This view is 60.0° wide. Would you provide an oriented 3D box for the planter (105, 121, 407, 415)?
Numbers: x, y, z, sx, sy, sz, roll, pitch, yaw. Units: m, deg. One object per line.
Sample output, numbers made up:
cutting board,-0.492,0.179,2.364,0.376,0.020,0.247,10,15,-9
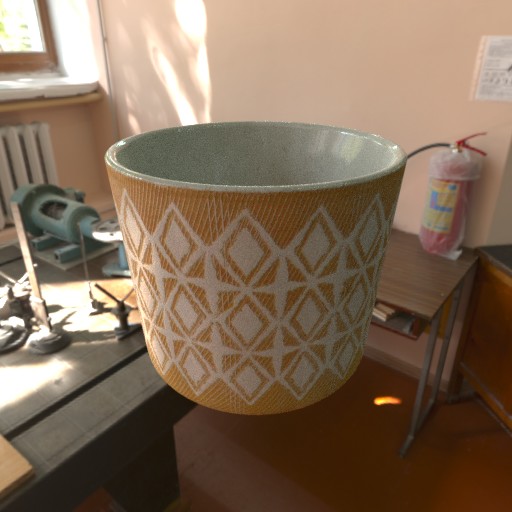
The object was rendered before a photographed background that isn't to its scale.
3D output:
planter,0.000,0.000,0.331,0.193,0.165,0.193,0,26,0
